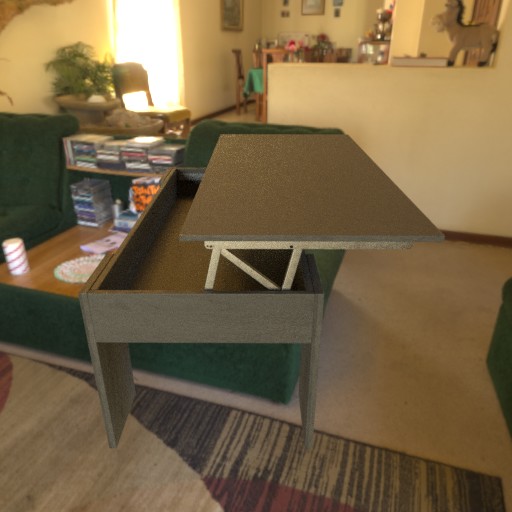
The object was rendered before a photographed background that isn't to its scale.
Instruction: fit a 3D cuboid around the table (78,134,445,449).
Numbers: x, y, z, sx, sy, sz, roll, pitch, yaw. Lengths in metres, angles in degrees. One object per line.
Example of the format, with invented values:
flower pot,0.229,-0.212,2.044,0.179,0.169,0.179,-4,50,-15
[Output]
table,0.000,0.000,1.401,0.711,0.570,1.000,0,26,0
